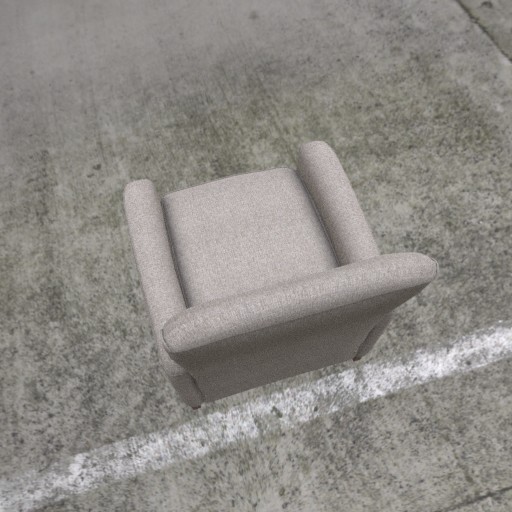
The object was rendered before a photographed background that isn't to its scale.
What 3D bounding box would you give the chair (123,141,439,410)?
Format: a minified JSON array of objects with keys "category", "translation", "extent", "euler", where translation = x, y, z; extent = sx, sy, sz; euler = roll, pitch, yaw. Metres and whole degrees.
[{"category":"chair","translation":[0.000,0.000,1.612],"extent":[0.848,1.014,0.864],"euler":[-14,60,-8]}]
